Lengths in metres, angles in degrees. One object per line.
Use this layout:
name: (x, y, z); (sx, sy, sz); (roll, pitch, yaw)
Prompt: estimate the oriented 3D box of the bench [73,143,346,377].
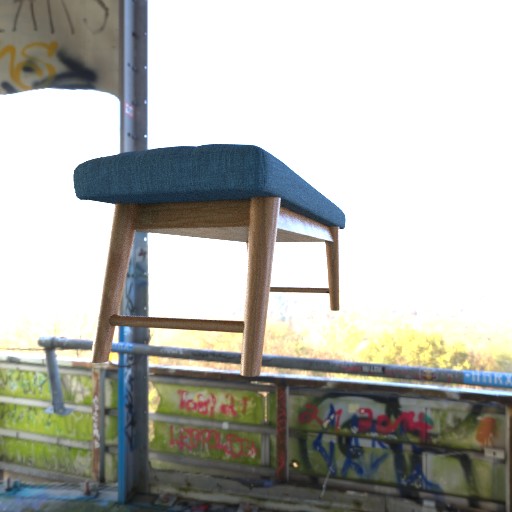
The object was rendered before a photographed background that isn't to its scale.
bench: (0.000, 0.000, 1.341); (0.406, 0.432, 1.118); (0, 0, 18)
